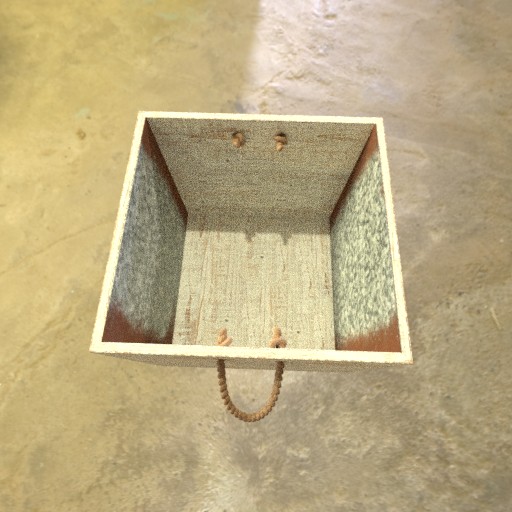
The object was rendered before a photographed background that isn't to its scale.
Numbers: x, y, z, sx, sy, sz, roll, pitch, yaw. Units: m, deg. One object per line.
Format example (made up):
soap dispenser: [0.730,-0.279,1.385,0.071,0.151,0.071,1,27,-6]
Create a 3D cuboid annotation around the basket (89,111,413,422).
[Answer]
basket: [0.000,0.000,0.766,0.413,0.247,0.545,2,63,1]
